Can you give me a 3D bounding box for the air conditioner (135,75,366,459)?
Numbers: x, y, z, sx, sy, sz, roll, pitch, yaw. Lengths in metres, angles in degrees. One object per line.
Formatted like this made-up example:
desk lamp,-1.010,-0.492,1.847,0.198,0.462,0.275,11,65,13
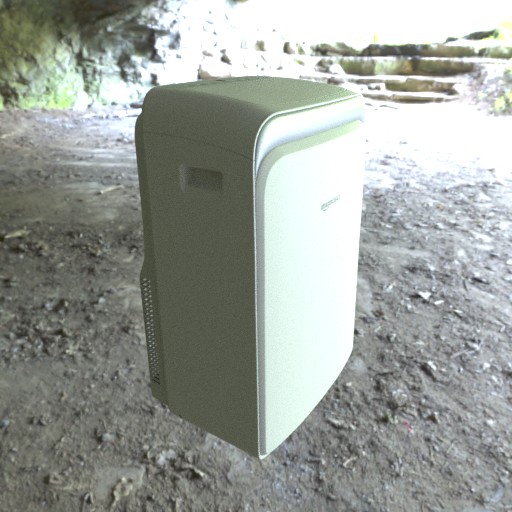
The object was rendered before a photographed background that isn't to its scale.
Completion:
air conditioner,0.000,0.000,0.958,0.365,0.700,0.454,17,31,31
